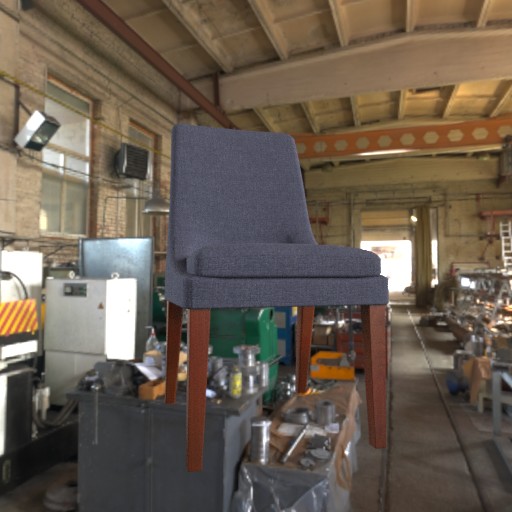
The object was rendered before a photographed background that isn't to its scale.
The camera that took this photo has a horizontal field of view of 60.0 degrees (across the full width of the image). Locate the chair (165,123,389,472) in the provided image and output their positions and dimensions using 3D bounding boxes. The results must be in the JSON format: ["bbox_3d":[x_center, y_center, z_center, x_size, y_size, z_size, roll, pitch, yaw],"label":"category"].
[{"bbox_3d":[0.000,0.000,1.330,0.508,0.952,0.655,1,-2,-16],"label":"chair"}]
